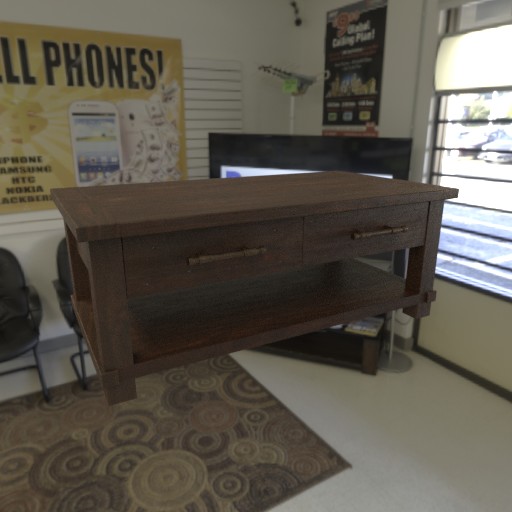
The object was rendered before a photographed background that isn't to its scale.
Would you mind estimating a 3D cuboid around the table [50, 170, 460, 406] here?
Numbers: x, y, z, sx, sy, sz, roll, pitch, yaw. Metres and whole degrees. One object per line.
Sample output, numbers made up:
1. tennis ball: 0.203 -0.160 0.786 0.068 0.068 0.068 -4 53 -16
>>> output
1. table: 0.000 0.000 1.623 1.270 0.494 0.700 -9 19 -27
